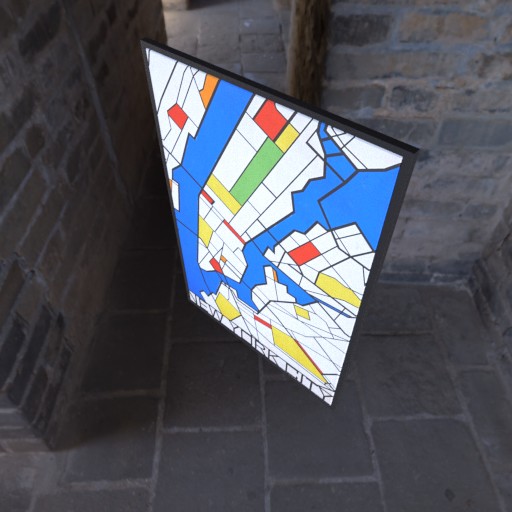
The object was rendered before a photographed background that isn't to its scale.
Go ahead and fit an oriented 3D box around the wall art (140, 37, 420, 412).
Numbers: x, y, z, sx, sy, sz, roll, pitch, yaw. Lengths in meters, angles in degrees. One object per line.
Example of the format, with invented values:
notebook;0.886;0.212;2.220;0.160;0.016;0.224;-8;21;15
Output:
wall art;0.000;0.000;0.822;0.460;0.660;0.013;33;55;26
